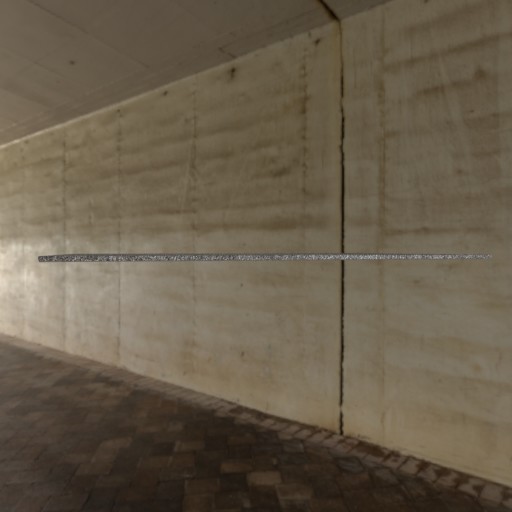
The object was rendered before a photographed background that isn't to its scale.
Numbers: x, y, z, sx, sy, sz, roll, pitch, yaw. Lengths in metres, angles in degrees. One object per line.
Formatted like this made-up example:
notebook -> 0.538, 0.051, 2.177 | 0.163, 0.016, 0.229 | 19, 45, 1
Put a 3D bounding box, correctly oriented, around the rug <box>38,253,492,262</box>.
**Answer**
rug -> 0.000, 0.000, 2.872 | 2.350, 0.025, 1.502 | 0, 1, -18
